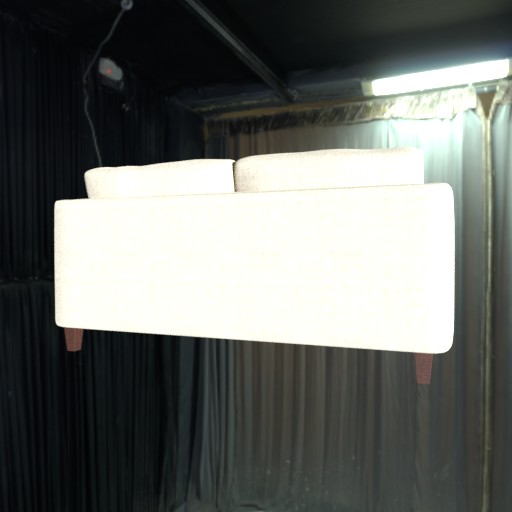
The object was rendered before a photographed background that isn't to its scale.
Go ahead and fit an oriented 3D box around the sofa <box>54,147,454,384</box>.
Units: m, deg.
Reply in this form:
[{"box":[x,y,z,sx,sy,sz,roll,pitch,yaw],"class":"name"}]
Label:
[{"box":[0.000,0.000,2.377,1.884,0.963,0.950,0,1,19],"class":"sofa"}]
